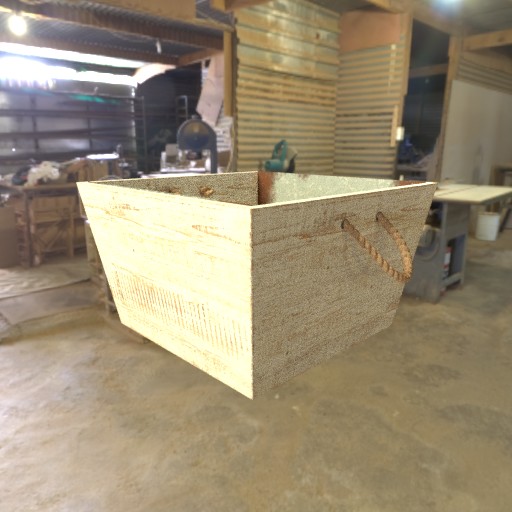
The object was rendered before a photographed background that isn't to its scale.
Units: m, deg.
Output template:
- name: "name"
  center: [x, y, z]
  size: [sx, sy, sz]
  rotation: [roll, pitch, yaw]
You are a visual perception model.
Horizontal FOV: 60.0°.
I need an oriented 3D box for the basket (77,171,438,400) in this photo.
- name: "basket"
  center: [0.000, 0.000, 0.746]
  size: [0.413, 0.247, 0.545]
  rotation: [-14, 20, -42]
